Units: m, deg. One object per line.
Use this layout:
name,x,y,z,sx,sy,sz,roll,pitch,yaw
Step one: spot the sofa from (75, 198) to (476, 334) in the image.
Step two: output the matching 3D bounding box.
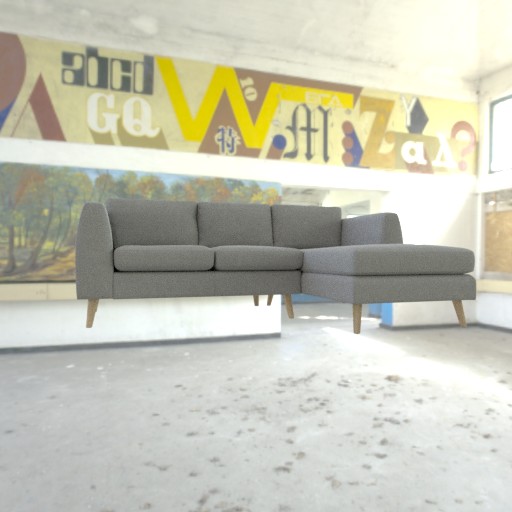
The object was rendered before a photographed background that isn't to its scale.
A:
sofa,0.000,0.000,3.053,2.300,0.860,1.580,0,0,-18
